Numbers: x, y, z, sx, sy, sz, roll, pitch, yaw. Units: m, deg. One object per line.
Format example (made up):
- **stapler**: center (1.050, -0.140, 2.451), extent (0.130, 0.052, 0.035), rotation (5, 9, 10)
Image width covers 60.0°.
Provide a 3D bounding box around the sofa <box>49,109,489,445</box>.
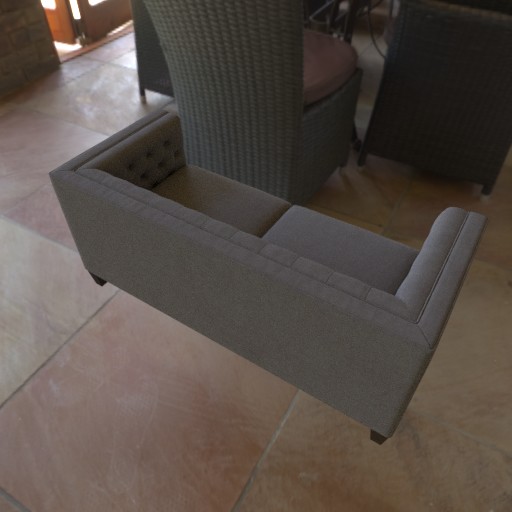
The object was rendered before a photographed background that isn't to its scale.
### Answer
- **sofa**: center (0.000, 0.000, 2.176), extent (1.778, 0.762, 0.775), rotation (24, 50, 22)
